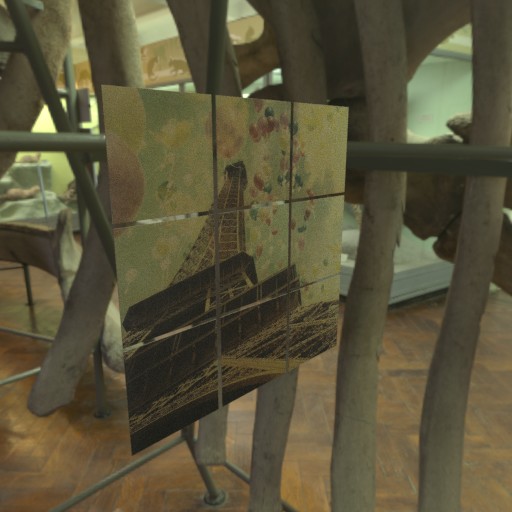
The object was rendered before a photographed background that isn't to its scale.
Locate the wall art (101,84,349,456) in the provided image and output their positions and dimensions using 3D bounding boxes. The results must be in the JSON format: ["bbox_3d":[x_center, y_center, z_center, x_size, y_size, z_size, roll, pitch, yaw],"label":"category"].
[{"bbox_3d":[0.000,0.000,2.243,1.517,1.505,0.002,-14,20,-43],"label":"wall art"}]
